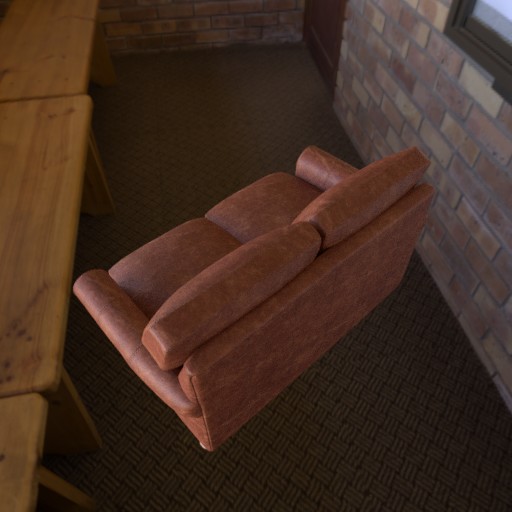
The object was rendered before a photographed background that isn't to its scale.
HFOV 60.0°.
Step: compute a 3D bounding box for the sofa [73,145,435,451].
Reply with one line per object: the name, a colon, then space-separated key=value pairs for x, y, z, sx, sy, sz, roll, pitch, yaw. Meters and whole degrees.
sofa: x=0.000 y=0.000 z=2.239 sx=1.616 sy=0.967 sz=0.990 roll=-34 pitch=56 yaw=-27
